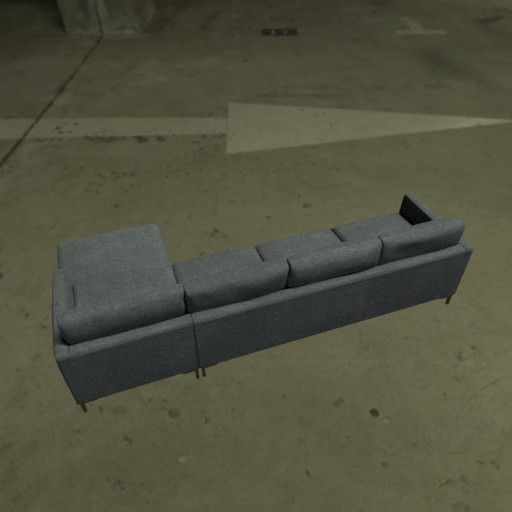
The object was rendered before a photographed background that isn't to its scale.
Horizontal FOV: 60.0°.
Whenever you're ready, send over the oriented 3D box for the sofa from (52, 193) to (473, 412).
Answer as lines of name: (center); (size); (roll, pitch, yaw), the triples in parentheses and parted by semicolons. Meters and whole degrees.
sofa: (0.000, 0.000, 3.438); (2.932, 0.810, 1.350); (-13, 43, -15)
